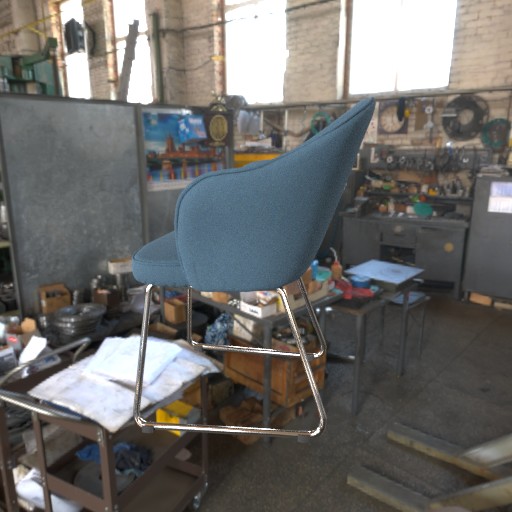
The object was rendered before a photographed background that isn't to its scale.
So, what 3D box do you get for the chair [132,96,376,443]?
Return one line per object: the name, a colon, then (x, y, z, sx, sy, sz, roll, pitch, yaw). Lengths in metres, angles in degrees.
chair: (0.000, 0.000, 1.217, 0.585, 0.815, 0.570, 2, 14, 8)
